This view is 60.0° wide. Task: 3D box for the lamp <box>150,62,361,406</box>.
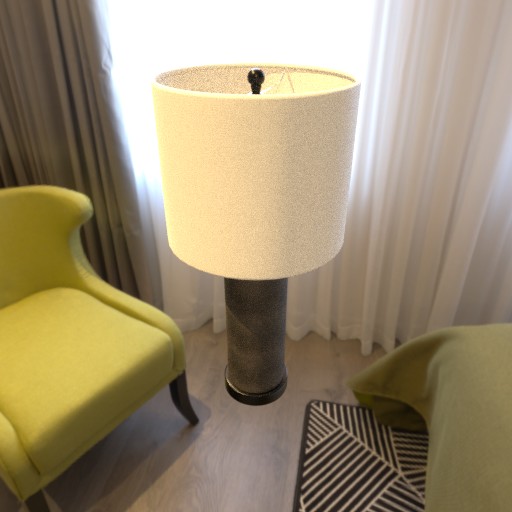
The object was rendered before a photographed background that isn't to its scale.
[{"bbox_3d":[0.000,0.000,0.807,0.305,0.634,0.305,-10,32,-17],"label":"lamp"}]
